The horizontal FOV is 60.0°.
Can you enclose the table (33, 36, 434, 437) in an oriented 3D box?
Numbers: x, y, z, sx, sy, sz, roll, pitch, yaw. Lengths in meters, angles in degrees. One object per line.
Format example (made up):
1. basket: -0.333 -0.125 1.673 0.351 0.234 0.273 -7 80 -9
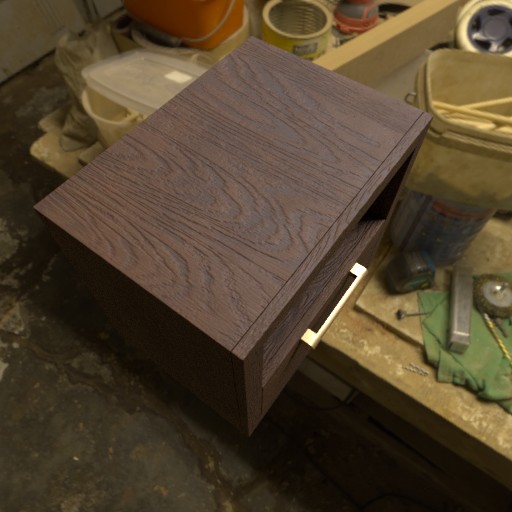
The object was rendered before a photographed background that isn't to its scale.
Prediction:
1. table: 0.000 0.000 0.977 0.439 0.585 0.560 32 63 18
